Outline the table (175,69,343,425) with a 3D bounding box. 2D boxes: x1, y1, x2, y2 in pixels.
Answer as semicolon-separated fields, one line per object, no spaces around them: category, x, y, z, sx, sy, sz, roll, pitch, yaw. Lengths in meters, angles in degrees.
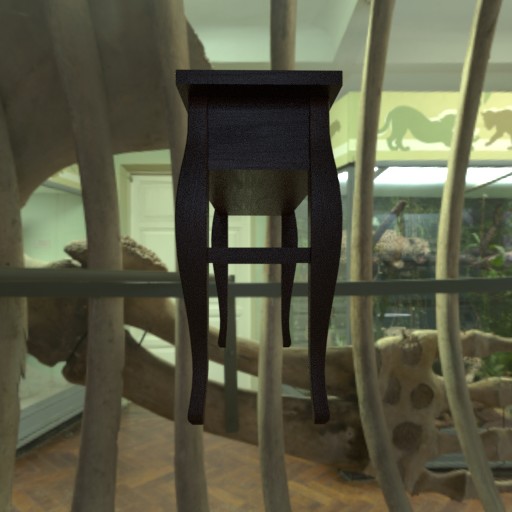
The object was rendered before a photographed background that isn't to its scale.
table;0.000;0.000;1.464;0.373;0.768;1.062;0;-1;-1
